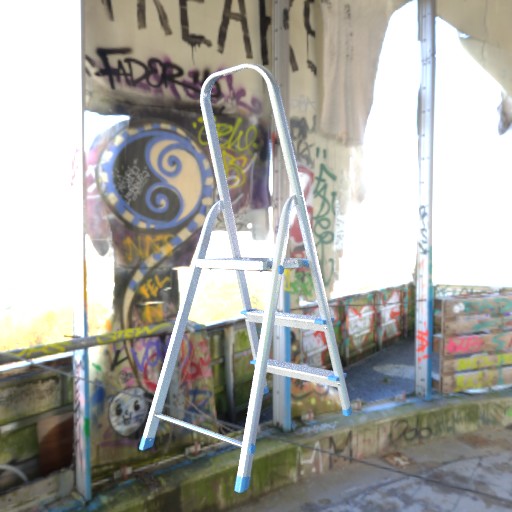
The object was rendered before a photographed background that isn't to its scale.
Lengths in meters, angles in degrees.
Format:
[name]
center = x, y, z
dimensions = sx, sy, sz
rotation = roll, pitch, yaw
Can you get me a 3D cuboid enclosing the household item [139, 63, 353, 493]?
[household item]
center = 0.000, 0.000, 1.536
dimensions = 0.420, 1.215, 0.687
rotation = 1, 2, 37
